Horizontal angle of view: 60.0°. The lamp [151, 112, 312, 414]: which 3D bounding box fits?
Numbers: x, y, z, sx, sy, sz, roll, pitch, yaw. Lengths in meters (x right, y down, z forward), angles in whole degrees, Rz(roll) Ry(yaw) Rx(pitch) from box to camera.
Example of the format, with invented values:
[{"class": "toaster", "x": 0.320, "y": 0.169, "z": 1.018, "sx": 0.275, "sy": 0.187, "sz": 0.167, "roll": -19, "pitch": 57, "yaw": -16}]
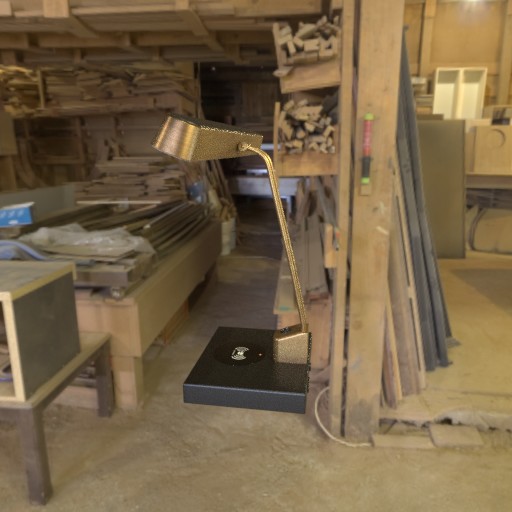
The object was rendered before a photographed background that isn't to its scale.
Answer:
[{"class": "lamp", "x": 0.000, "y": 0.000, "z": 0.598, "sx": 0.156, "sy": 0.345, "sz": 0.412, "roll": 2, "pitch": 14, "yaw": 9}]
